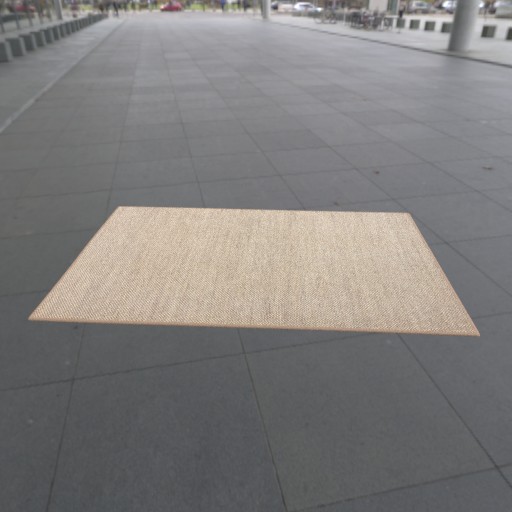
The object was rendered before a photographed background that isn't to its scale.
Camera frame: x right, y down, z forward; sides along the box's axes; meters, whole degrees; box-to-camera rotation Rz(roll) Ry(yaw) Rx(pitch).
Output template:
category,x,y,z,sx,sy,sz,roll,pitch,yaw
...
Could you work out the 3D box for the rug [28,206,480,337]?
category,x,y,z,sx,sy,sz,roll,pitch,yaw
rug,0.000,0.000,2.078,1.668,0.012,1.061,2,30,3
